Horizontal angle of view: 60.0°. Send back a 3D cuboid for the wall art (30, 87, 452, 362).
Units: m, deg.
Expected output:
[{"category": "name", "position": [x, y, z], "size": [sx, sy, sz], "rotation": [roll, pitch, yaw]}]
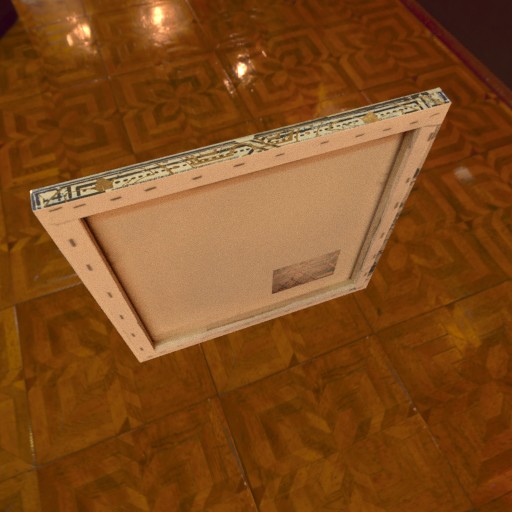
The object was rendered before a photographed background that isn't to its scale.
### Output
[{"category": "wall art", "position": [0.000, 0.000, 0.876], "size": [0.609, 0.607, 0.036], "rotation": [-17, 60, -10]}]
